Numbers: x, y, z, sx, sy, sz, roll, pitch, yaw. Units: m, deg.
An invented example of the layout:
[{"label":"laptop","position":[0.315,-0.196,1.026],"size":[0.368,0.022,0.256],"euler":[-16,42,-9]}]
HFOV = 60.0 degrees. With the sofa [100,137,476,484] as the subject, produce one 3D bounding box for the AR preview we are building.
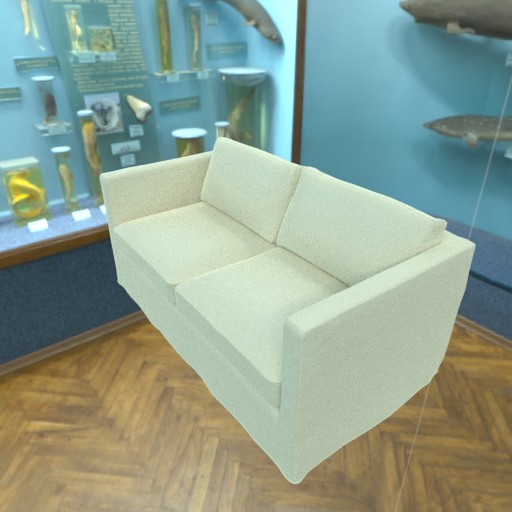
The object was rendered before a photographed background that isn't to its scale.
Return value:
[{"label":"sofa","position":[0.000,0.000,2.268],"size":[0.962,0.834,1.746],"euler":[-20,36,-31]}]
